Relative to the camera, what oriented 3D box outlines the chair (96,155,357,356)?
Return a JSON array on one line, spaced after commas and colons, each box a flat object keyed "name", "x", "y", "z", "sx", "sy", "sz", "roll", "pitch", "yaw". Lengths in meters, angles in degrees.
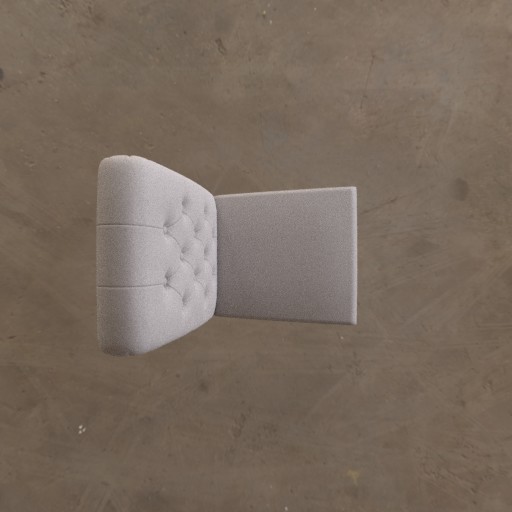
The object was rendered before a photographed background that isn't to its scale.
[{"name": "chair", "x": 0.000, "y": 0.000, "z": 1.372, "sx": 0.671, "sy": 1.006, "sz": 0.456, "roll": 0, "pitch": 90, "yaw": -1}]
